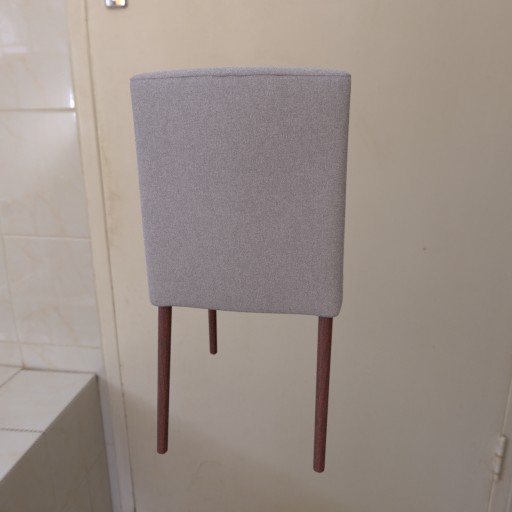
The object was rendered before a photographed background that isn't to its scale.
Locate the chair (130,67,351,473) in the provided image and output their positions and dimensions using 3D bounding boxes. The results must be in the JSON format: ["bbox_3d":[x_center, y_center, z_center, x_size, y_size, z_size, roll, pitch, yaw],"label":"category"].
[{"bbox_3d":[0.000,0.000,1.170,0.456,0.859,0.570,3,16,9],"label":"chair"}]
